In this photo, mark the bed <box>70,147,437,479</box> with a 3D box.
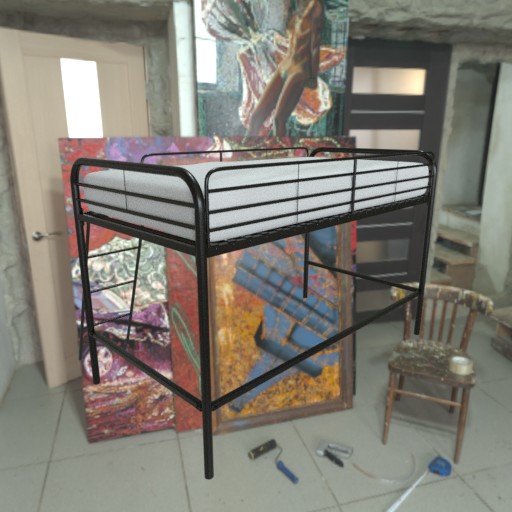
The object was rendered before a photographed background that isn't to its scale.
[{"bbox_3d":[0.000,0.000,2.822,1.393,1.289,1.968,15,22,43],"label":"bed"}]
